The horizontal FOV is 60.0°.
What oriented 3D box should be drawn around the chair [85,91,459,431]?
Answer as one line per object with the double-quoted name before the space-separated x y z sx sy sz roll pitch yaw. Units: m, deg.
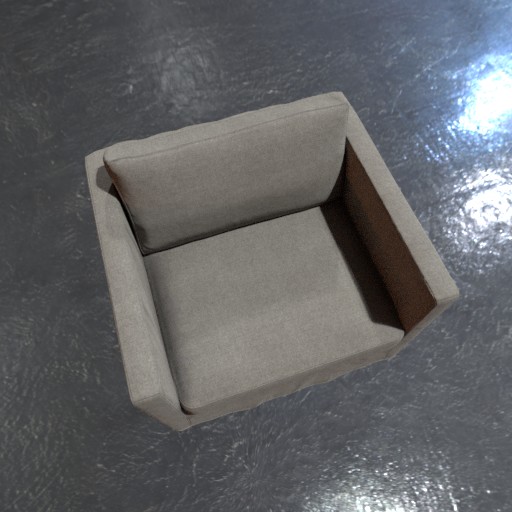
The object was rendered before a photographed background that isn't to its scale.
"chair" 0.000 0.000 1.710 1.057 0.863 0.949 -16 64 -8
